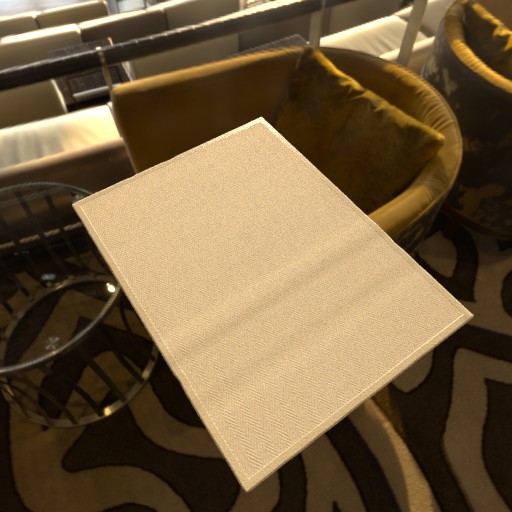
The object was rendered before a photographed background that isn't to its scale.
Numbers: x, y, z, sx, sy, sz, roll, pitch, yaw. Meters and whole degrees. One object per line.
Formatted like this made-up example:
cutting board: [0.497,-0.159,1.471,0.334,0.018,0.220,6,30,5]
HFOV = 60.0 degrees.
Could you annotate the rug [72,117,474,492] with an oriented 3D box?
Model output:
rug: [0.000,0.000,4.798,2.734,0.037,3.659,-30,61,-18]
